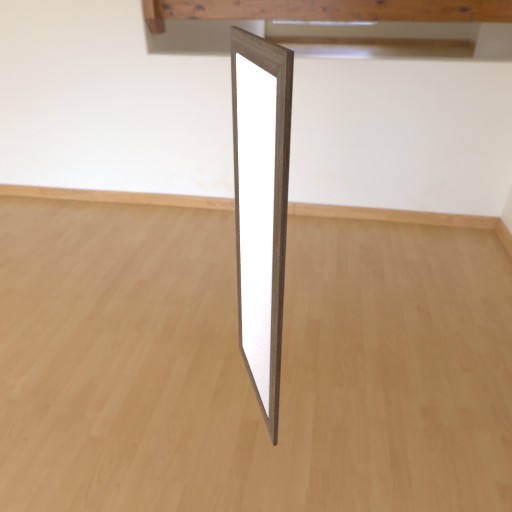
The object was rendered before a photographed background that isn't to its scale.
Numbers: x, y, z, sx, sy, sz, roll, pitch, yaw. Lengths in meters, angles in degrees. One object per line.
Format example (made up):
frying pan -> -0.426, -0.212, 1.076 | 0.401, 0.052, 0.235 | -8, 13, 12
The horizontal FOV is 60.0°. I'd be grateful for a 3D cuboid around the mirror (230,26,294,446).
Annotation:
mirror -> 0.000, 0.000, 2.274 | 0.025, 2.032, 0.812 | -9, 34, -13
